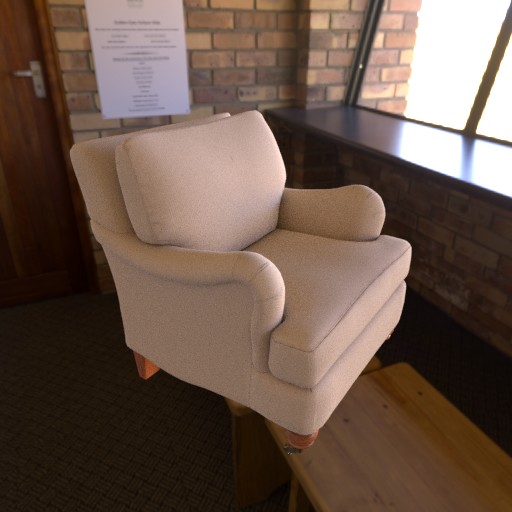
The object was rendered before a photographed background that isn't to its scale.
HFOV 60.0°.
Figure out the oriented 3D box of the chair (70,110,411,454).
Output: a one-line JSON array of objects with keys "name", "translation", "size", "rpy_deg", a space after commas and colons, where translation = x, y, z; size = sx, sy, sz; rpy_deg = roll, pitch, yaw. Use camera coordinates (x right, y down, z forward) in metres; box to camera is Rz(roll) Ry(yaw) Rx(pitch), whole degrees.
[{"name": "chair", "translation": [0.000, 0.000, 1.848], "size": [1.070, 1.038, 0.955], "rpy_deg": [18, 32, 31]}]
